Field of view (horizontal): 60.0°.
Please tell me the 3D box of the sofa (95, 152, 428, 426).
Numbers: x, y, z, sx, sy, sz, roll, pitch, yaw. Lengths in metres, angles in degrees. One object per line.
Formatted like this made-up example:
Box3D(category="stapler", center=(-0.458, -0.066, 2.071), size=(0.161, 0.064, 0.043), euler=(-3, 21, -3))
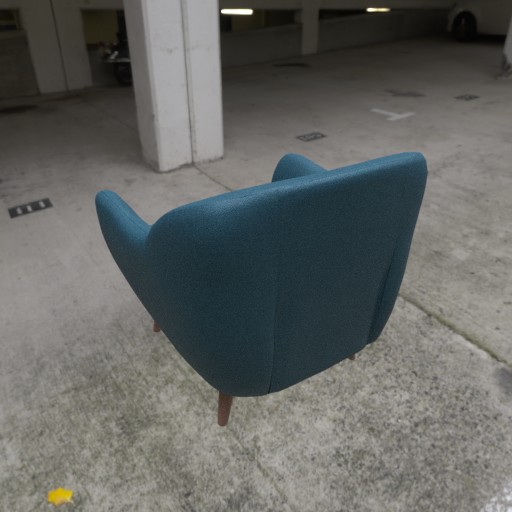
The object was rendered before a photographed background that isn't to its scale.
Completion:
Box3D(category="sofa", center=(0.000, 0.000, 1.485), size=(0.836, 0.817, 0.825), euler=(-18, 34, -28))
